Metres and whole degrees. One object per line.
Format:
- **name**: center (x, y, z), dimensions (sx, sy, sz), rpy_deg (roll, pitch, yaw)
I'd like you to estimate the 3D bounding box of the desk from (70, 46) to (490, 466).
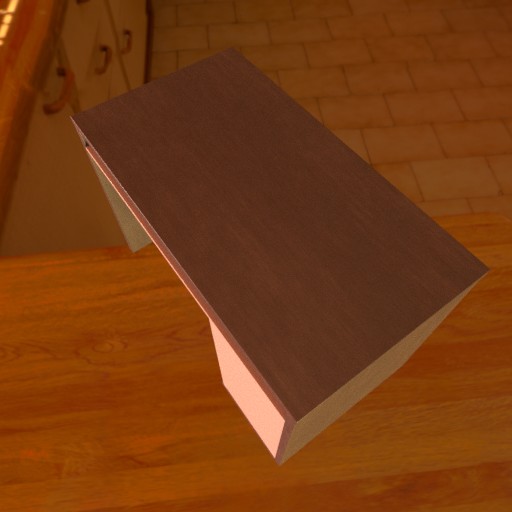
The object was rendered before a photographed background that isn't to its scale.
- **desk**: center (0.000, 0.000, 1.528), dimensions (0.600, 0.750, 1.100), rpy_deg (-32, 64, -18)
